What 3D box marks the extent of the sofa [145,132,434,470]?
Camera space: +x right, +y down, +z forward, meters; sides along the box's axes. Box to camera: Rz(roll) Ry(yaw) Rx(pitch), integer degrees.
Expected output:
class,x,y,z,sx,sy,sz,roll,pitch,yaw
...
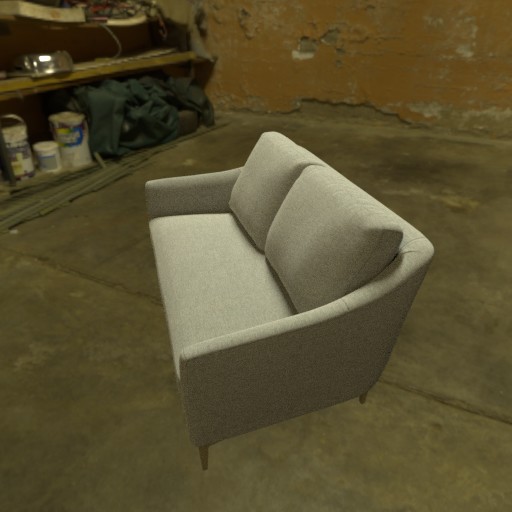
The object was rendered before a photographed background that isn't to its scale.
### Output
class,x,y,z,sx,sy,sz,roll,pitch,yaw
sofa,0.000,0.000,2.184,0.960,0.904,1.619,-8,30,-14
